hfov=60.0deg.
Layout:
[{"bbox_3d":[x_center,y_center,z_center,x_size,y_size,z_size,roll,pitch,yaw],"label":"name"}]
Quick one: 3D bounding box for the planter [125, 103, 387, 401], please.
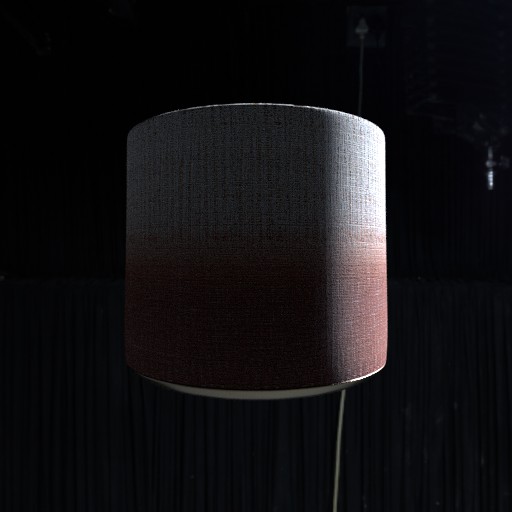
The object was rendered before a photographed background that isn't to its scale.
[{"bbox_3d":[0.000,0.000,0.313,0.178,0.157,0.178,0,0,0],"label":"planter"}]
